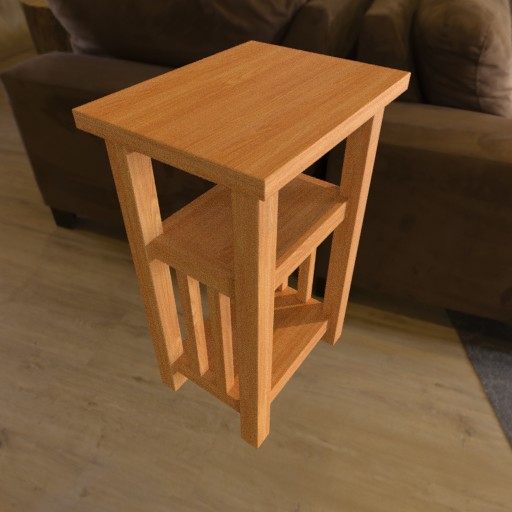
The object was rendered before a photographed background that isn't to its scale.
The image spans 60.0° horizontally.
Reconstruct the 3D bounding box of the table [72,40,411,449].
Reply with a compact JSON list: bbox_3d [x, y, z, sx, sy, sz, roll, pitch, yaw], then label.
[{"bbox_3d":[0.000,0.000,0.734,0.270,0.550,0.350,25,46,26],"label":"table"}]
